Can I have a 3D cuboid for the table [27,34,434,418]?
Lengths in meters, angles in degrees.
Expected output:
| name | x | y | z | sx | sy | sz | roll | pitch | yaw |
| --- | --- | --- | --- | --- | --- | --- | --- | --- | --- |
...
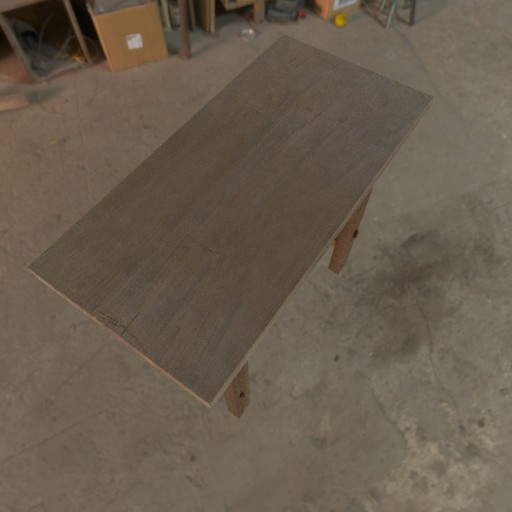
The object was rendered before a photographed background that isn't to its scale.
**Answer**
| name | x | y | z | sx | sy | sz | roll | pitch | yaw |
| --- | --- | --- | --- | --- | --- | --- | --- | --- | --- |
| table | 0.000 | 0.000 | 1.605 | 0.556 | 0.914 | 1.119 | 31 | 64 | 17 |
